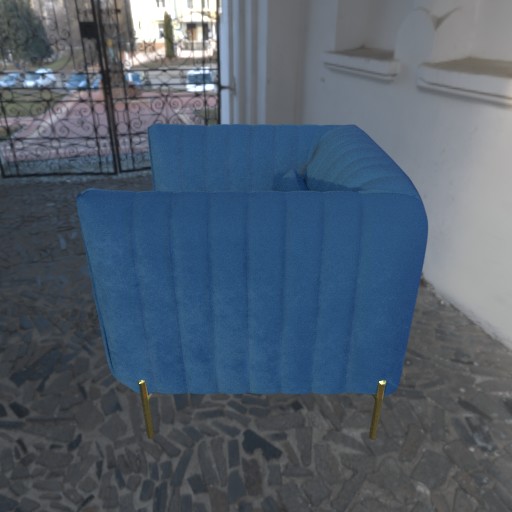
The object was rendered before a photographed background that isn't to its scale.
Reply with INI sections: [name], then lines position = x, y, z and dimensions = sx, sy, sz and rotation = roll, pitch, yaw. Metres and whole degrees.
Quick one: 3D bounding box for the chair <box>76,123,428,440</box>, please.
[chair]
position = 0.000, 0.000, 1.589
dimensions = 0.877, 0.793, 0.947
rotation = 0, 28, 0
